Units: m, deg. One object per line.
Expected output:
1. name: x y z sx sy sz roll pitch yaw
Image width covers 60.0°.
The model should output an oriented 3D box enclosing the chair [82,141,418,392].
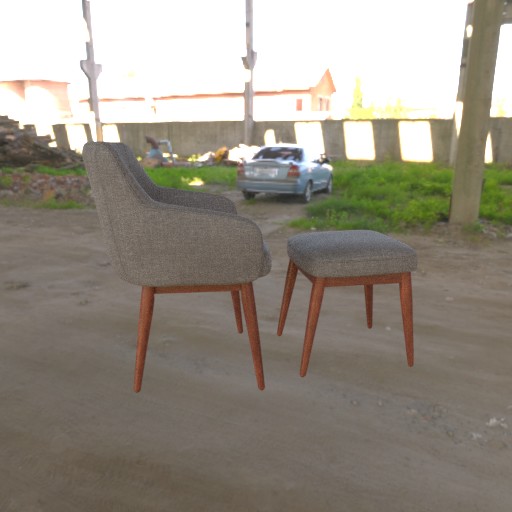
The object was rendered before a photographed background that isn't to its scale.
1. chair: 0.000 0.000 1.594 1.107 0.799 0.584 -3 15 -10
